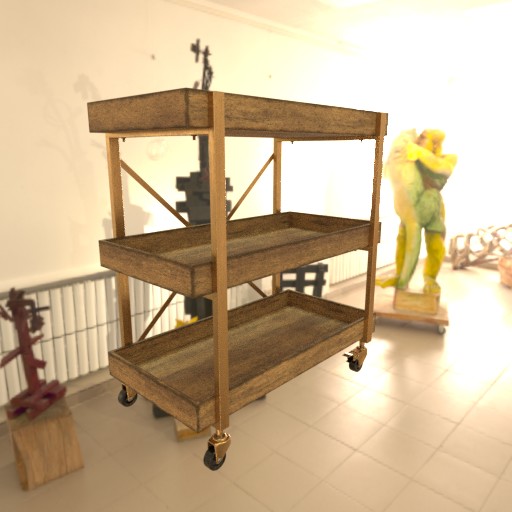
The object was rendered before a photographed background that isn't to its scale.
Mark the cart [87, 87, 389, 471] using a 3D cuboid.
[{"bbox_3d":[0.000,0.000,1.259,0.416,0.799,0.750,12,18,42],"label":"cart"}]
